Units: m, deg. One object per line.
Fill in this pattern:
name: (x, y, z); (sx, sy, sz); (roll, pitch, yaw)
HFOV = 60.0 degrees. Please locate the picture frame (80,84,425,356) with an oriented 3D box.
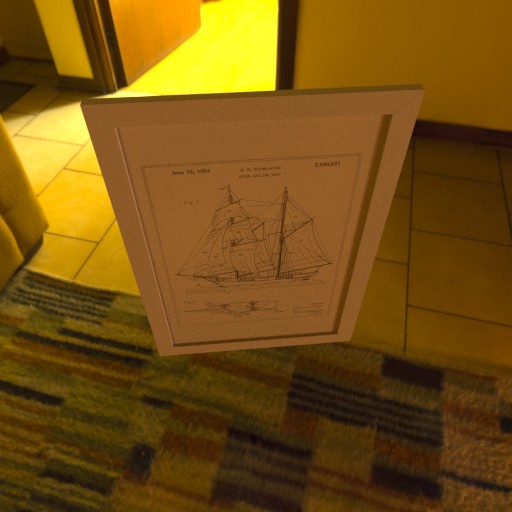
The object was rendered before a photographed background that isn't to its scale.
picture frame: (0.000, 0.000, 0.591); (0.326, 0.459, 0.011); (-4, 48, -3)
